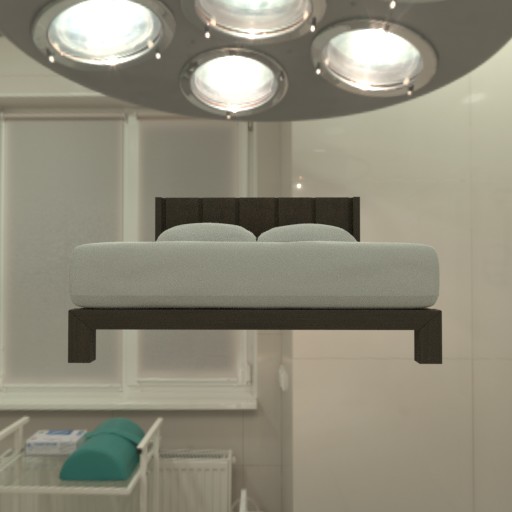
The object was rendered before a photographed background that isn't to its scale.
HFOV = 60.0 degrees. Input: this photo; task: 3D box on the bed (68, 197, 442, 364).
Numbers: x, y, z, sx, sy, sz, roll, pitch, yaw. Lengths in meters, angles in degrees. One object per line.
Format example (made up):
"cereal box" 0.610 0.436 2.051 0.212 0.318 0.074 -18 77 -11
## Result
"bed" 0.000 0.000 3.624 2.143 1.261 2.238 0 -1 1
